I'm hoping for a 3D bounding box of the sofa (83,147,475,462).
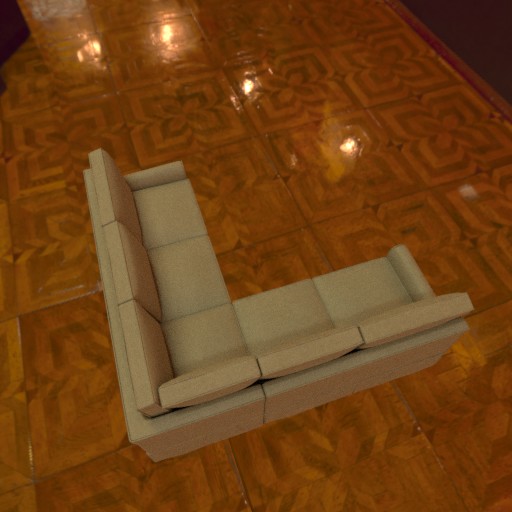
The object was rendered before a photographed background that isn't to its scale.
[{"bbox_3d":[0.000,0.000,4.024,2.618,1.081,2.623,-16,58,-10],"label":"sofa"}]
